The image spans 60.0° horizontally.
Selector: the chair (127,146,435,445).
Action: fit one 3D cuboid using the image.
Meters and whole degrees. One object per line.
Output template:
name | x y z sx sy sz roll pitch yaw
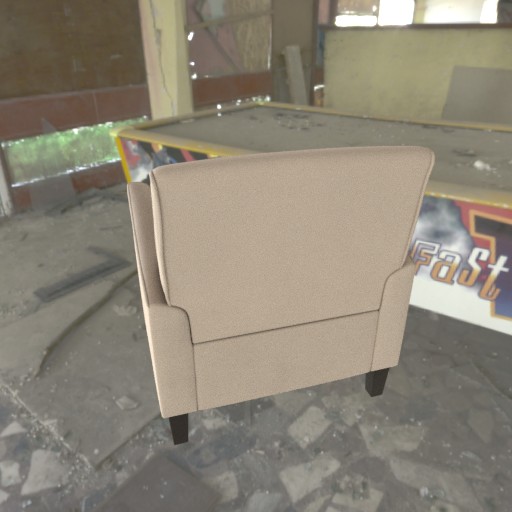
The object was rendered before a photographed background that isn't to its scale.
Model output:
chair | 0.000 0.000 1.585 0.820 0.915 0.820 -8 28 -15
